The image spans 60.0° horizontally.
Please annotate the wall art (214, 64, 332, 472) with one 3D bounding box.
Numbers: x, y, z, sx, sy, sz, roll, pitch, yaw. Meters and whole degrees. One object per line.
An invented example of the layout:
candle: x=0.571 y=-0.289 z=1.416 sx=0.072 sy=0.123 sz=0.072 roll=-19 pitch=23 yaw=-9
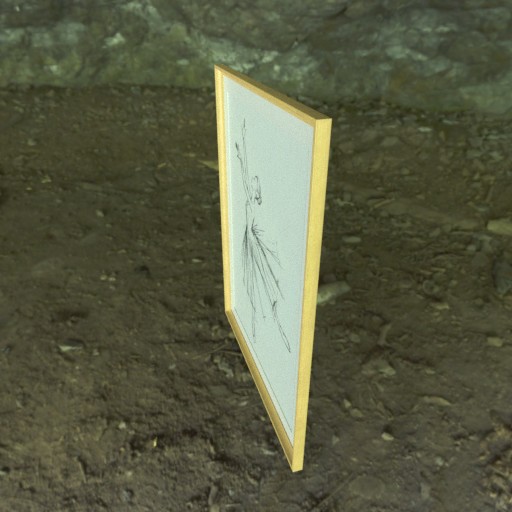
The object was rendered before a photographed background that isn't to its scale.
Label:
wall art: x=0.000 y=0.000 z=1.365 sx=0.030 sy=1.002 sz=0.798 roll=-9 pitch=31 yaw=-15
